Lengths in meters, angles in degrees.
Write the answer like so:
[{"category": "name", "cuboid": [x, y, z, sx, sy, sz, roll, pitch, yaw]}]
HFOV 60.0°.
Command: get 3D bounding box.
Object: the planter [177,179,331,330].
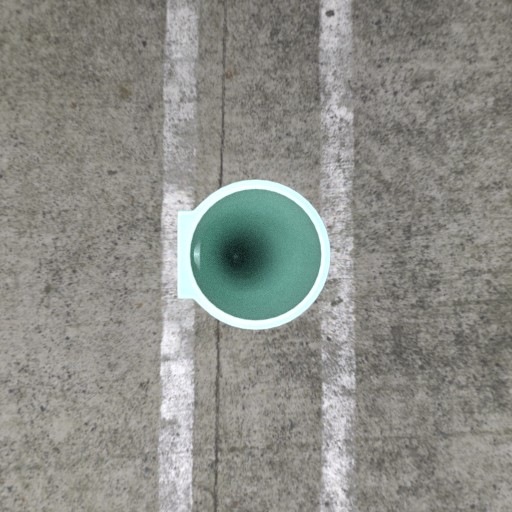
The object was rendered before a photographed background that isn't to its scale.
[{"category": "planter", "cuboid": [0.000, 0.000, 0.292, 0.055, 0.268, 0.054, 0, 90, 0]}]
